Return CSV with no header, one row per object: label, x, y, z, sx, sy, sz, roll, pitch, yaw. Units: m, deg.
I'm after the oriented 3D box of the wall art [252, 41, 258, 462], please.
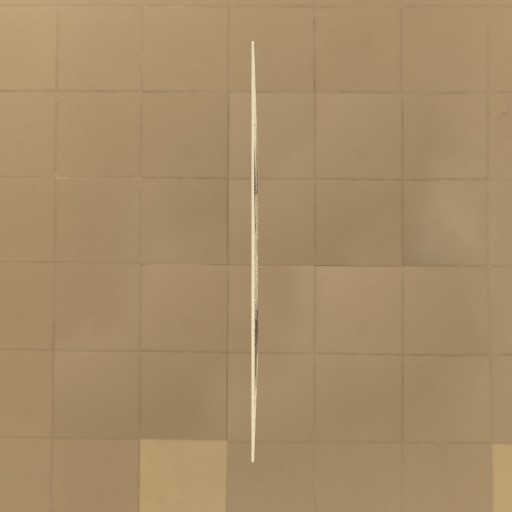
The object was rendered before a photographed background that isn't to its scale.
wall art,0.000,0.000,0.786,0.003,0.609,0.457,0,89,1
